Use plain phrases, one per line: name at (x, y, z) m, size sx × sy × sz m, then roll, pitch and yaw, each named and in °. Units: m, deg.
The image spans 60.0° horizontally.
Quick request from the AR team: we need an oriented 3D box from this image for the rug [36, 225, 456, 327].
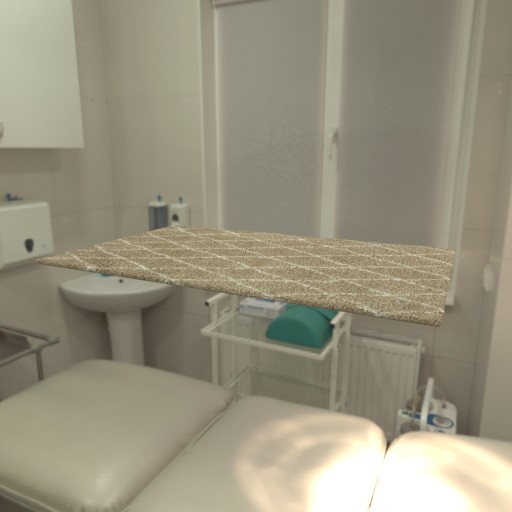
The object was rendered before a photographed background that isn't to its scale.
rug at (0.000, 0.000, 3.011) m, size 2.438 × 0.030 × 1.524 m, roll 6°, pitch 15°, yaw 25°
